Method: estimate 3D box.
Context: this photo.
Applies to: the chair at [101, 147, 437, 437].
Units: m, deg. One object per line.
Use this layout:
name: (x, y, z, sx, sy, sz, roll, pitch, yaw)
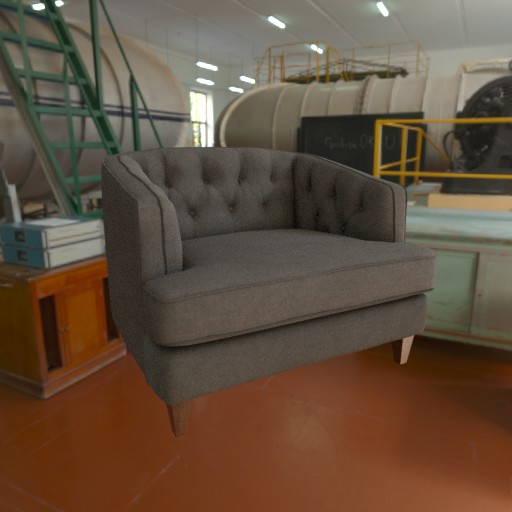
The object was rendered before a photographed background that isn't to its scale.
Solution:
chair: (0.000, 0.000, 1.780, 1.104, 0.852, 0.941, -8, 16, -28)
